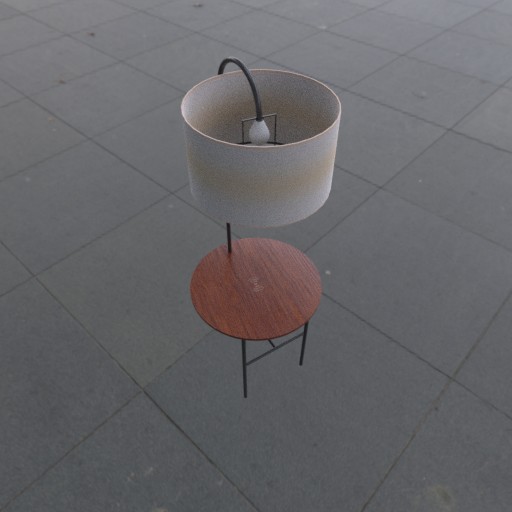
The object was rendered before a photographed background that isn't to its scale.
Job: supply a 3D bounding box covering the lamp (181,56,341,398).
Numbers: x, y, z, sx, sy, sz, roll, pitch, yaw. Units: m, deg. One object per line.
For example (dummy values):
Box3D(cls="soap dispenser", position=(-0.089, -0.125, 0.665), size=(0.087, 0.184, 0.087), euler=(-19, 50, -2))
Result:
Box3D(cls="lamp", position=(0.000, 0.000, 1.811), size=(0.573, 1.517, 0.573), euler=(0, 46, 0))
